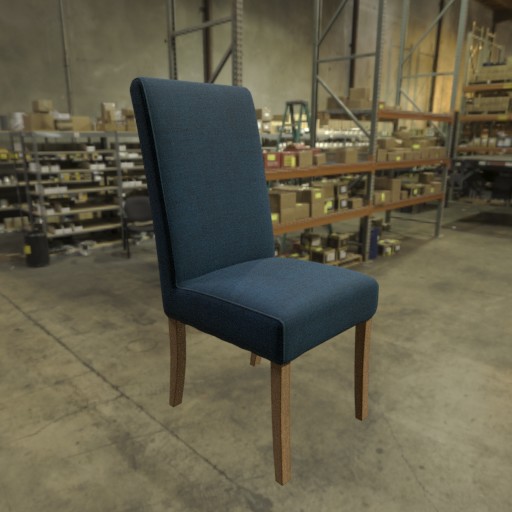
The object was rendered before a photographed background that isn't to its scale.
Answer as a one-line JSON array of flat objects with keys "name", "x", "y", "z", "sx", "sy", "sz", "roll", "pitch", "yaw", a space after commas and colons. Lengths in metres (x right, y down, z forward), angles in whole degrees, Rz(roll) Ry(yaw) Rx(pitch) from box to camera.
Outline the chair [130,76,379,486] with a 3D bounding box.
[{"name": "chair", "x": 0.000, "y": 0.000, "z": 1.348, "sx": 0.610, "sy": 1.029, "sz": 0.450, "roll": 15, "pitch": 21, "yaw": 43}]
